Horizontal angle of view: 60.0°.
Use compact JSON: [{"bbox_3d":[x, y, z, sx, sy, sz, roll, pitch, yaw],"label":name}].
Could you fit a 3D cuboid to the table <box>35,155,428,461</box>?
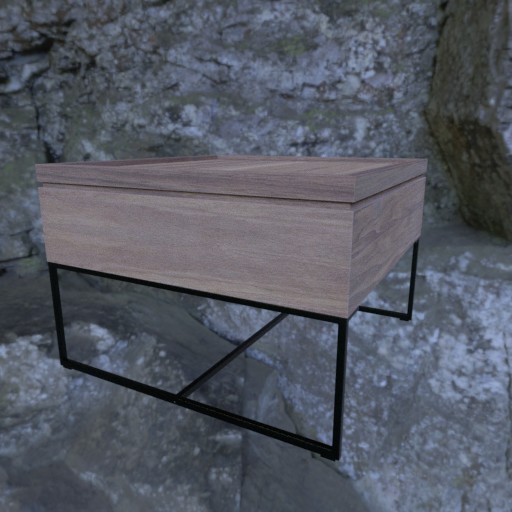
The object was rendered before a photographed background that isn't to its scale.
[{"bbox_3d":[0.000,0.000,1.108,0.676,0.464,0.679,8,17,27],"label":"table"}]
